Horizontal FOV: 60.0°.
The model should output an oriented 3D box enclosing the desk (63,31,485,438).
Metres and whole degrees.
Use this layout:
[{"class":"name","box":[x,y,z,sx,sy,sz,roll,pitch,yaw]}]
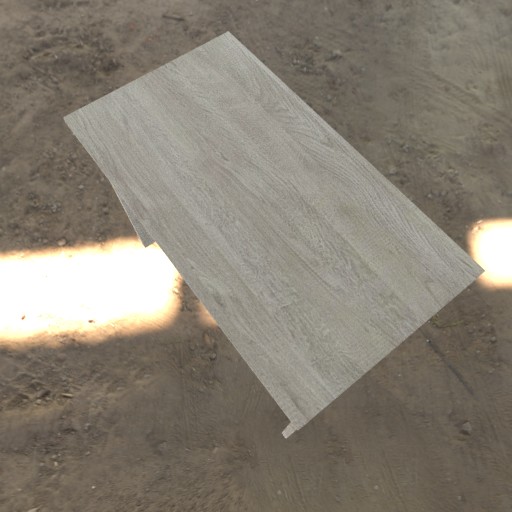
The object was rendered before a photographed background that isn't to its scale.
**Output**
[{"class":"desk","box":[0.000,0.000,1.319,0.498,0.724,0.893,-35,70,-15]}]
